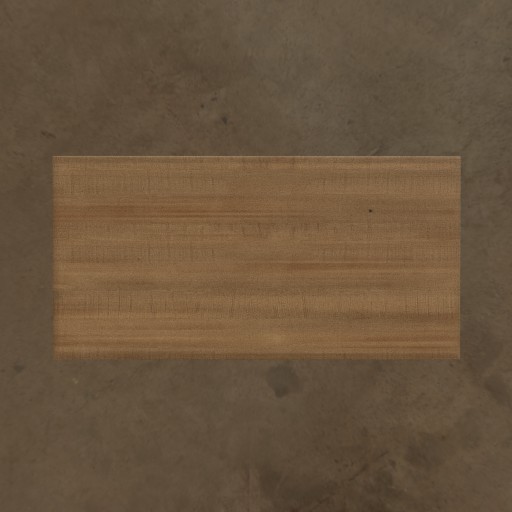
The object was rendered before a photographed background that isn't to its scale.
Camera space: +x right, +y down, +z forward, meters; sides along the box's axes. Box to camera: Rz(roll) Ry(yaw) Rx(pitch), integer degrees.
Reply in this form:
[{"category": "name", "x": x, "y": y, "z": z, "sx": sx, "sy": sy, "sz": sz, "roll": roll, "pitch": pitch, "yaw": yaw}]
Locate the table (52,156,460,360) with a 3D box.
[{"category": "table", "x": 0.000, "y": 0.000, "z": 1.001, "sx": 0.599, "sy": 0.701, "sz": 0.300, "roll": 0, "pitch": 91, "yaw": 0}]
